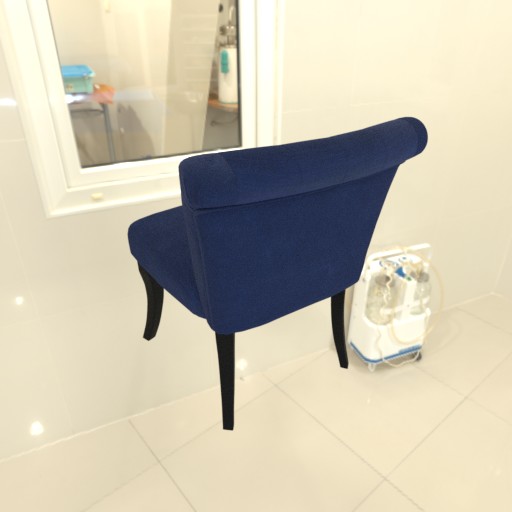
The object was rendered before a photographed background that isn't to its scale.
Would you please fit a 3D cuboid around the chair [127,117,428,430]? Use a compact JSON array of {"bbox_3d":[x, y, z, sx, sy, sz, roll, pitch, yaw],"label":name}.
[{"bbox_3d":[0.000,0.000,1.200,0.585,0.753,0.606,-18,34,-28],"label":"chair"}]
